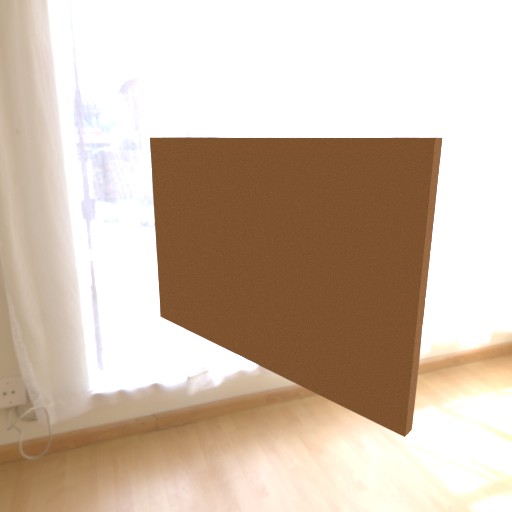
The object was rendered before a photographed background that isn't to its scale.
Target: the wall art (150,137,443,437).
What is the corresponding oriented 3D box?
[{"bbox_3d":[0.000,0.000,1.175,0.915,0.608,0.033,14,21,43],"label":"wall art"}]
